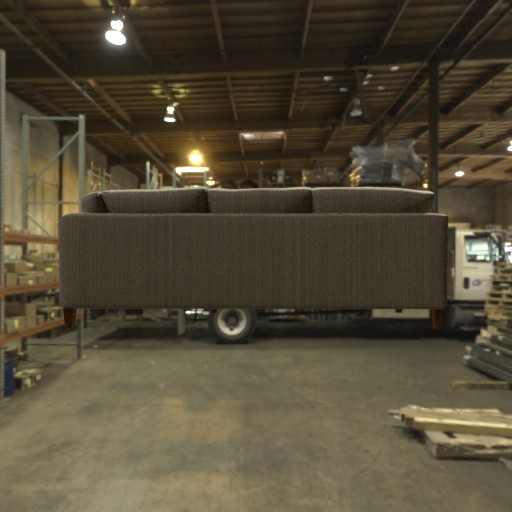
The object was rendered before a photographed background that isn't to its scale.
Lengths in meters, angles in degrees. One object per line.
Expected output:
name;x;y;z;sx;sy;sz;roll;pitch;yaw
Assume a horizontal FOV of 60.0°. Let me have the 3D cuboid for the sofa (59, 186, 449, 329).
sofa;0.000;0.000;4.597;2.594;0.961;3.460;0;0;1
